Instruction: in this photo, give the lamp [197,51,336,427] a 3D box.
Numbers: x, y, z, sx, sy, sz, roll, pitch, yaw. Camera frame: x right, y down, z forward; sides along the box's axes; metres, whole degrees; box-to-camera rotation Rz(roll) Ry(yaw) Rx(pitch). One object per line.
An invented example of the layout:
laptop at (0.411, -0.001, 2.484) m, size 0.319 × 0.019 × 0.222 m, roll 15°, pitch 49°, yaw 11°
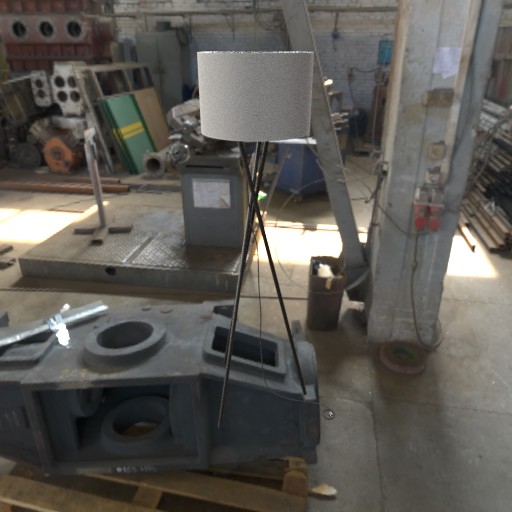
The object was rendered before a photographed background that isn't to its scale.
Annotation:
lamp at (0.000, 0.000, 1.943) m, size 0.522 × 1.624 × 0.667 m, roll -17°, pitch 30°, yaw -31°
